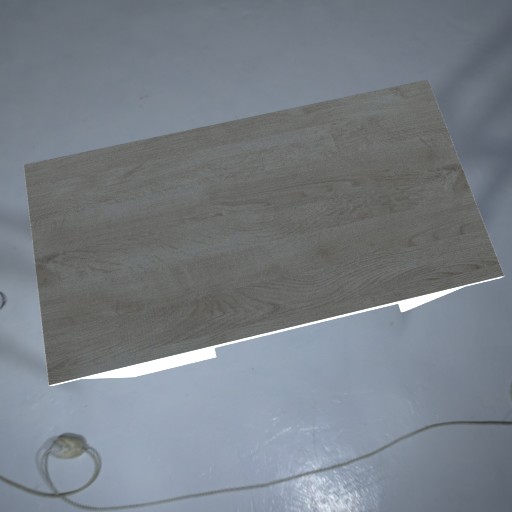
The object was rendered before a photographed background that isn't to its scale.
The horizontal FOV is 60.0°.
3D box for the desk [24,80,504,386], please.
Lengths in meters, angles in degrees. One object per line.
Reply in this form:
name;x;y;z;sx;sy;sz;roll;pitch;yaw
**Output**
desk;0.000;0.000;1.453;1.096;0.730;0.560;-13;76;-3
